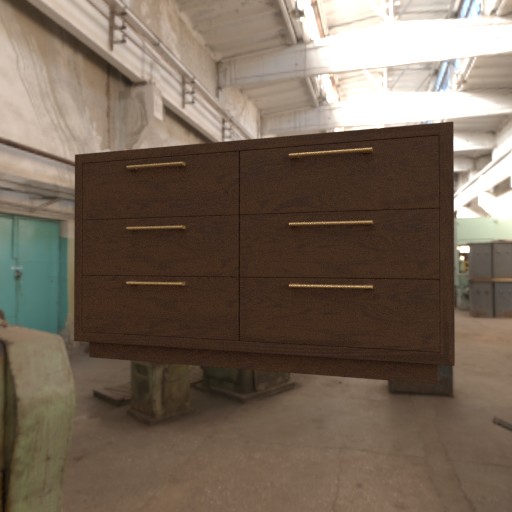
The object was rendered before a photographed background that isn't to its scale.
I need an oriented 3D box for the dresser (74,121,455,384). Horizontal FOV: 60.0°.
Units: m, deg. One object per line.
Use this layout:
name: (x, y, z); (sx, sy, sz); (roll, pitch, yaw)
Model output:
dresser: (0.000, 0.000, 1.915); (1.523, 0.889, 0.512); (0, -1, 18)
